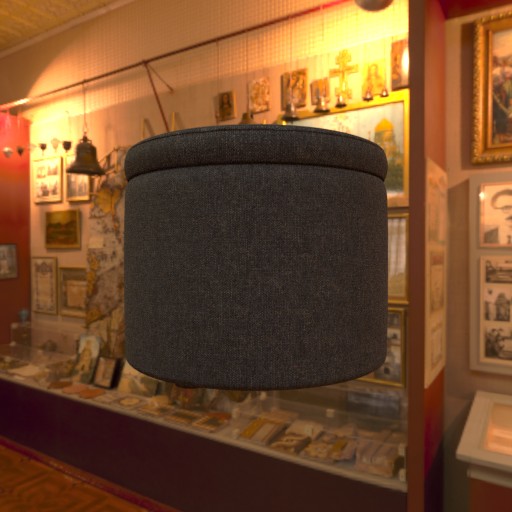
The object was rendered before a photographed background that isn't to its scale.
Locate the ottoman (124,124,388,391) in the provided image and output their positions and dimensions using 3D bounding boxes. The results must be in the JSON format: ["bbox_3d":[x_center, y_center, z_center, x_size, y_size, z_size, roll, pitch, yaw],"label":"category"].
[{"bbox_3d":[0.000,0.000,0.910,0.520,0.430,0.520,0,1,0],"label":"ottoman"}]
